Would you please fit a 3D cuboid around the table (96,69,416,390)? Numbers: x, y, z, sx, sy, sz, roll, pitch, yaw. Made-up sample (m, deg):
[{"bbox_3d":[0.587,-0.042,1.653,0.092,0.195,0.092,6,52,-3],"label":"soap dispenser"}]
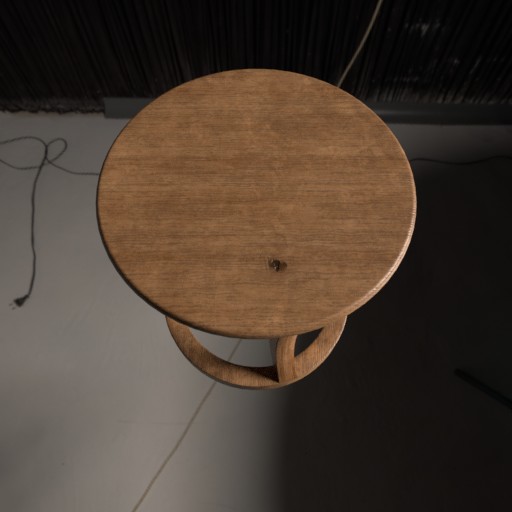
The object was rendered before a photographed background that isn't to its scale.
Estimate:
[{"bbox_3d":[0.000,0.000,0.802,0.432,0.460,0.432,0,64,0],"label":"table"}]
